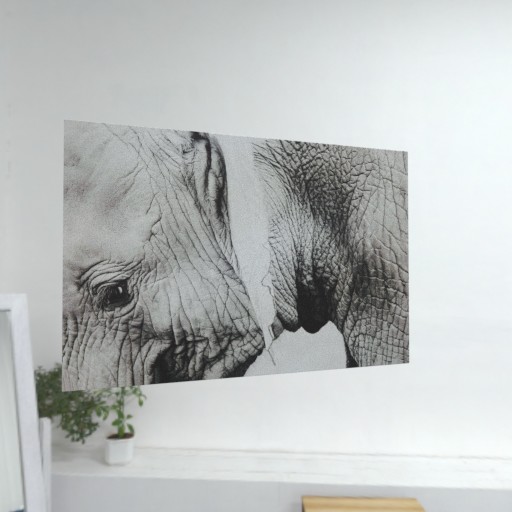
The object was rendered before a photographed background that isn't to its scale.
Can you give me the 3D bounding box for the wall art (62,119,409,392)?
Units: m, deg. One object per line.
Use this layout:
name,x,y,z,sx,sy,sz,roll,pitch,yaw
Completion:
wall art,0.000,0.000,1.426,1.141,0.758,0.035,0,-1,-18
